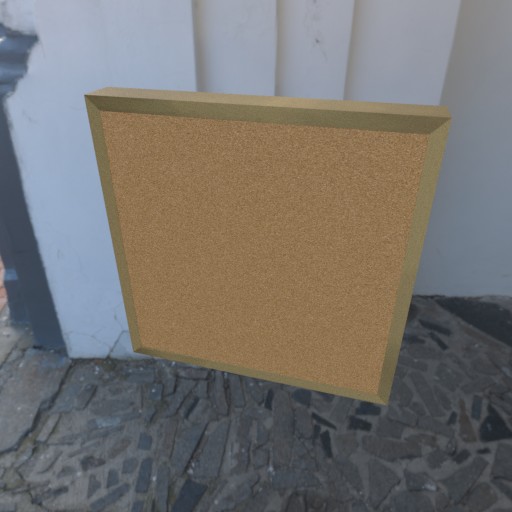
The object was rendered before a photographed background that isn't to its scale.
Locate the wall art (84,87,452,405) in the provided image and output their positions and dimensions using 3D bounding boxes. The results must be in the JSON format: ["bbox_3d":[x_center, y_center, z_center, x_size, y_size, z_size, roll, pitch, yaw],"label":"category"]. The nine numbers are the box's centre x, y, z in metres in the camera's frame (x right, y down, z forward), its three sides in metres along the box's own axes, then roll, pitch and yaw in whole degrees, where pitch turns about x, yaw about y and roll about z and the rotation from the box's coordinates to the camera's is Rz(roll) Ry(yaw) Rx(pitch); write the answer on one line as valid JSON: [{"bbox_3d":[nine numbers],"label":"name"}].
[{"bbox_3d":[0.000,0.000,0.450,0.304,0.305,0.038,8,32,13],"label":"wall art"}]
